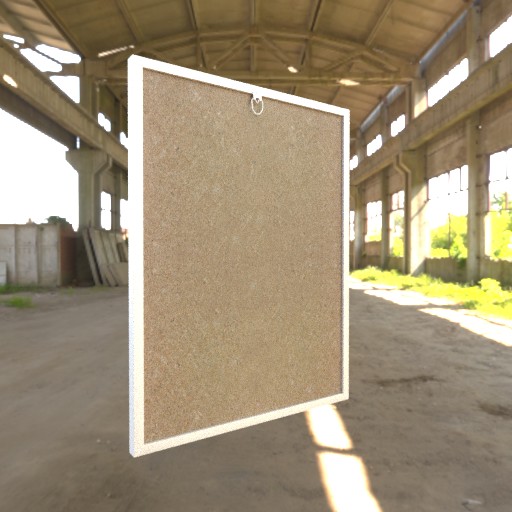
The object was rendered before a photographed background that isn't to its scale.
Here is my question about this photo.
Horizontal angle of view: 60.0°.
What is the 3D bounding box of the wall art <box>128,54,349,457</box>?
[{"bbox_3d":[0.000,0.000,1.402,0.805,1.056,0.042,-1,1,-35],"label":"wall art"}]
